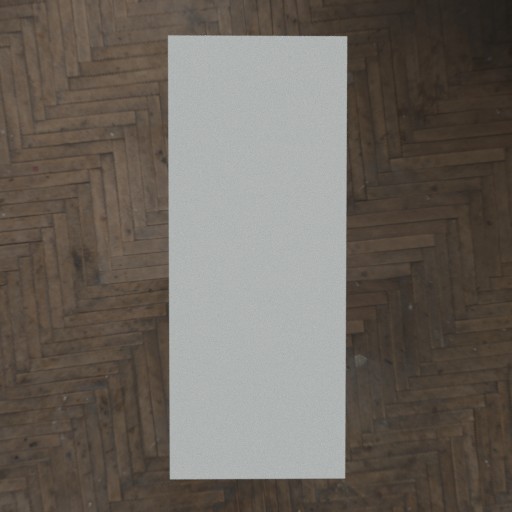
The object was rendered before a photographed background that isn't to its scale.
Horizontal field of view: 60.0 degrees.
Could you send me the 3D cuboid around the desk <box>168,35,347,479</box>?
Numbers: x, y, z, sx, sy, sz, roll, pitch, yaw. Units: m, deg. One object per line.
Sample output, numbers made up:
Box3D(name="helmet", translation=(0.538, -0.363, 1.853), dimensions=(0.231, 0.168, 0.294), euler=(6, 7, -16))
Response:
Box3D(name="desk", translation=(0.000, 0.000, 1.395), dimensions=(0.400, 0.790, 1.000), euler=(0, 91, -1))
